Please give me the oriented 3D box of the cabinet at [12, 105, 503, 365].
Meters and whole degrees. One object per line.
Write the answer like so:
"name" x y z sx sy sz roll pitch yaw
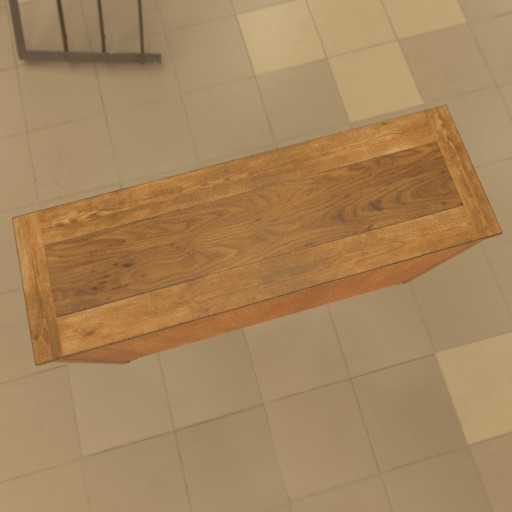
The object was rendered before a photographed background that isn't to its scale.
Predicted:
"cabinet" 0.000 0.000 1.790 1.474 0.813 0.480 -15 76 -4
